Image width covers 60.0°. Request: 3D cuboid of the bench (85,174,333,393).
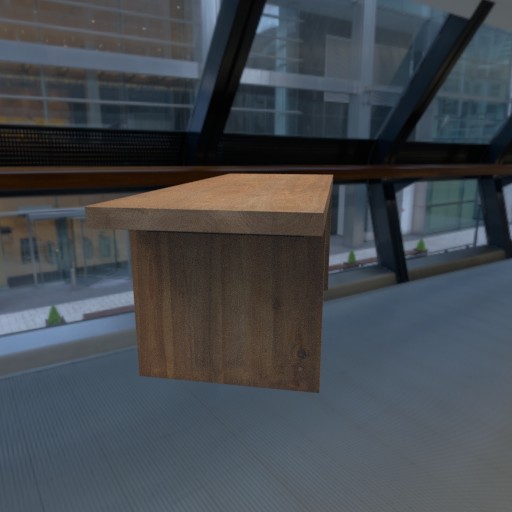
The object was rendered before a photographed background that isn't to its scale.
[{"bbox_3d":[0.000,0.000,1.436,0.458,0.458,1.183,2,14,10],"label":"bench"}]
